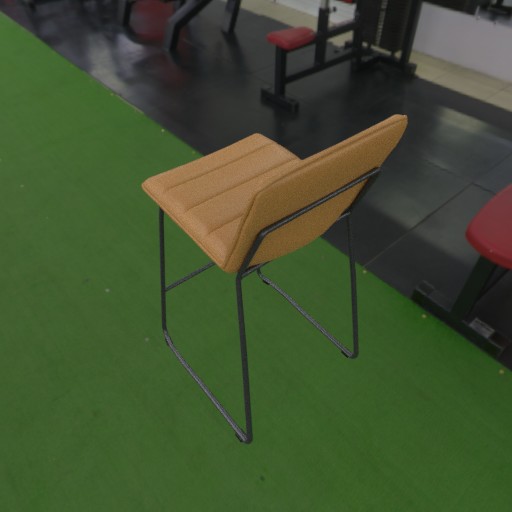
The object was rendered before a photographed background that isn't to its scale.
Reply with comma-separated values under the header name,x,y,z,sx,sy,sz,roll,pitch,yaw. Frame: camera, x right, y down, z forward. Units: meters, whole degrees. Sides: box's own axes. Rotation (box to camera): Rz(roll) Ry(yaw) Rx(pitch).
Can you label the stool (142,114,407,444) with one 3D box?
name,x,y,z,sx,sy,sz,roll,pitch,yaw
stool,0.000,0.000,1.241,0.489,0.936,0.524,-30,53,-26
